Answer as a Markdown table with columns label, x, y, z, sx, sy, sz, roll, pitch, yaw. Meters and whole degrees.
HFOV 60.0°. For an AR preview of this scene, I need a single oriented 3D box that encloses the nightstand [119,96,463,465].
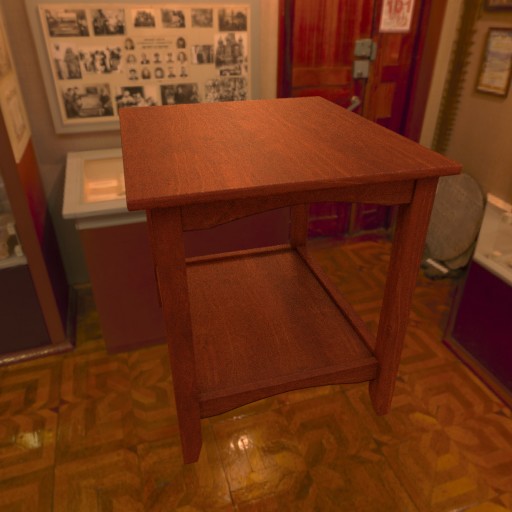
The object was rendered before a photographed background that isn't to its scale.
| label | x | y | z | sx | sy | sz | roll | pitch | yaw |
| --- | --- | --- | --- | --- | --- | --- | --- | --- | --- |
| nightstand | 0.000 | 0.000 | 0.991 | 0.501 | 0.558 | 0.558 | -8 | 31 | -14 |
